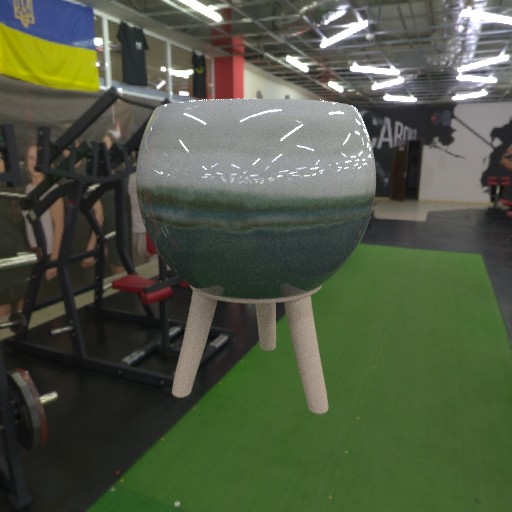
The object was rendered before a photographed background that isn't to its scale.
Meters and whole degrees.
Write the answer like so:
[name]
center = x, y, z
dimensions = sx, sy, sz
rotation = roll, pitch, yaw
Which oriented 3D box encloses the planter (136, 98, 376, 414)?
[planter]
center = 0.000, 0.000, 0.441
dimensions = 0.222, 0.278, 0.222
rotation = 0, 13, 0
